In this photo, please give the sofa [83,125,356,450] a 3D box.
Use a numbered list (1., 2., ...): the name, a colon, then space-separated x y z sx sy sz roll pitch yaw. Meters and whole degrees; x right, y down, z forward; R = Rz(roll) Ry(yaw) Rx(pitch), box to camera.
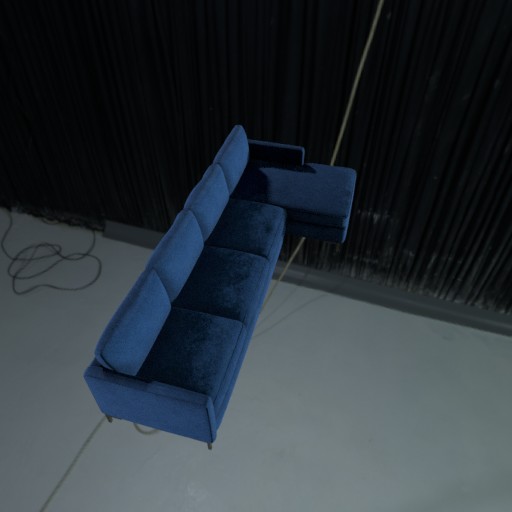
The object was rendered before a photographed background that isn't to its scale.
1. sofa: 0.000 0.000 3.608 1.350 0.810 2.932 11 45 11
